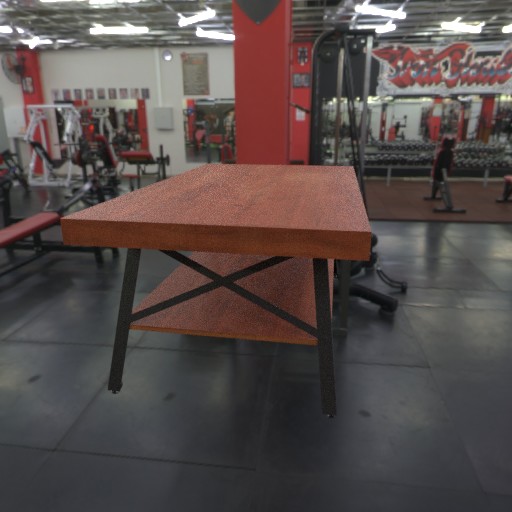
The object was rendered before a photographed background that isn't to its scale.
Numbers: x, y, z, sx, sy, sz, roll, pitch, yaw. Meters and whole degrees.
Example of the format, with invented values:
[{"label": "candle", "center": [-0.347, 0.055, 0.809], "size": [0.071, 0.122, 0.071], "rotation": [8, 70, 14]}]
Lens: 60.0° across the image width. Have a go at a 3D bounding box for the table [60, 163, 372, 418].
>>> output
[{"label": "table", "center": [0.000, 0.000, 1.404], "size": [0.610, 0.457, 1.067], "rotation": [3, 18, 10]}]
